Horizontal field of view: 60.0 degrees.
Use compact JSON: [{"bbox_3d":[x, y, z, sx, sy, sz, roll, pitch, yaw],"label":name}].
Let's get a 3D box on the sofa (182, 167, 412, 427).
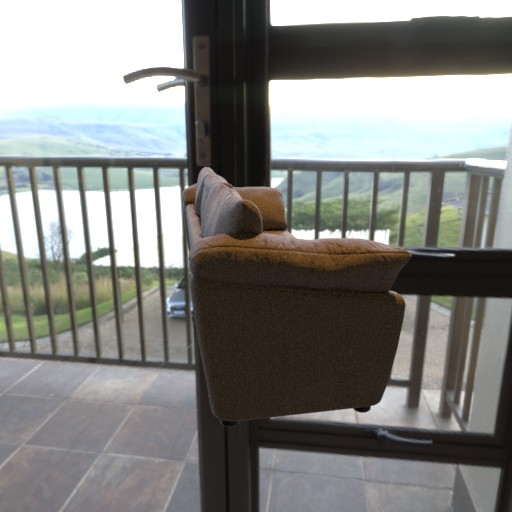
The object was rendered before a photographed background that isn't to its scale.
[{"bbox_3d":[0.000,0.000,2.801,0.878,0.996,2.334,-3,15,-10],"label":"sofa"}]
